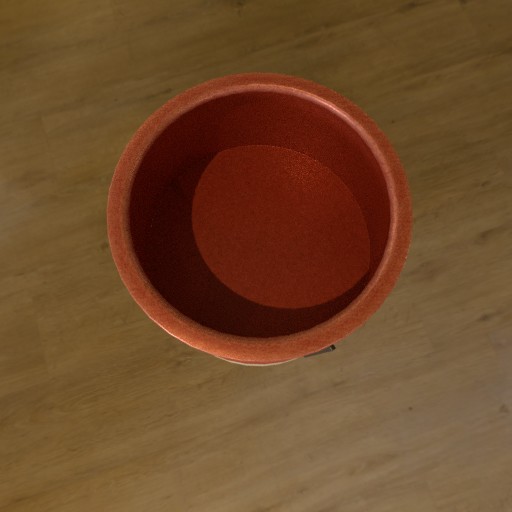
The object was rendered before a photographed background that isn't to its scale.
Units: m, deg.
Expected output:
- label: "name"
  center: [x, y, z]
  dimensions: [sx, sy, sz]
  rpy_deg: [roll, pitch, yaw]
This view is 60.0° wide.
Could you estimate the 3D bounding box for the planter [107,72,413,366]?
- label: "planter"
  center: [0.000, 0.000, 0.716]
  dimensions: [0.354, 0.465, 0.345]
  rpy_deg: [-2, 76, -1]
